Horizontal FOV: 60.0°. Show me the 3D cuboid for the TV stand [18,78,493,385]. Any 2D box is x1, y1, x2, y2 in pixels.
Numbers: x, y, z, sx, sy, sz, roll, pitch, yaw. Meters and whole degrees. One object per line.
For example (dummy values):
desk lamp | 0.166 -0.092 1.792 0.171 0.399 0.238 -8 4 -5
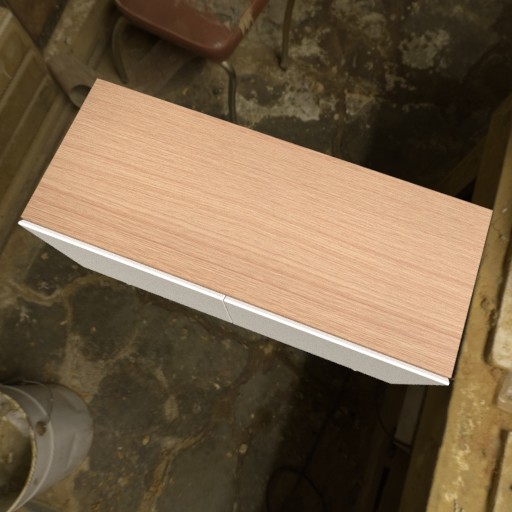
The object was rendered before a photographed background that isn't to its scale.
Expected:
TV stand | 0.000 0.000 1.315 0.991 0.660 0.407 20 75 5
